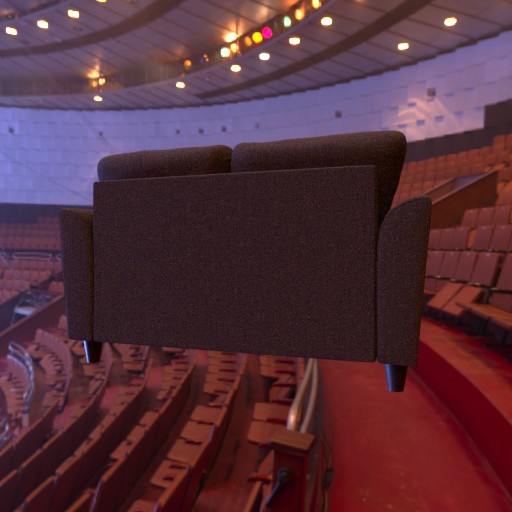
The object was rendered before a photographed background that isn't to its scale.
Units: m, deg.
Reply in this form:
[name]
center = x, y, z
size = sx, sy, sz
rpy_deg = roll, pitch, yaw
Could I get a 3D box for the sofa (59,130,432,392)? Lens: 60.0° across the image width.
[sofa]
center = 0.000, 0.000, 1.985
size = 1.423, 0.885, 0.851
rpy_deg = 0, 1, 18
